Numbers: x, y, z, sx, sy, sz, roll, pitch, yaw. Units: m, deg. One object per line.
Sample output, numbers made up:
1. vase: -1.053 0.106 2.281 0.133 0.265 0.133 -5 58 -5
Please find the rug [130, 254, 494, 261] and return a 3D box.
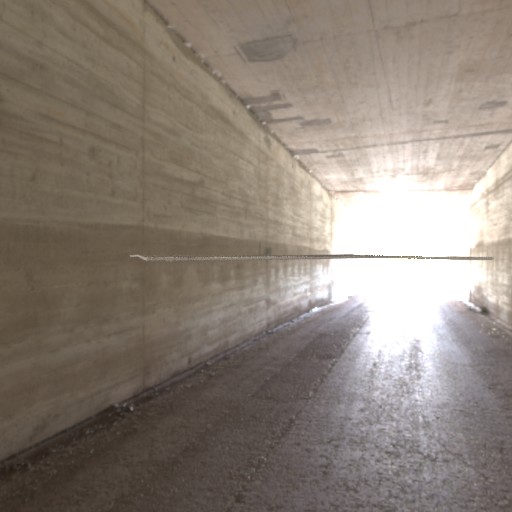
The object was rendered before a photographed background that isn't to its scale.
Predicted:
1. rug: 0.000 0.000 2.168 1.149 0.021 1.773 0 0 -17
